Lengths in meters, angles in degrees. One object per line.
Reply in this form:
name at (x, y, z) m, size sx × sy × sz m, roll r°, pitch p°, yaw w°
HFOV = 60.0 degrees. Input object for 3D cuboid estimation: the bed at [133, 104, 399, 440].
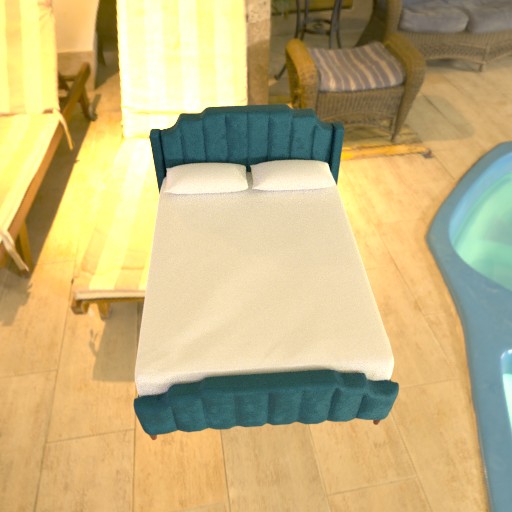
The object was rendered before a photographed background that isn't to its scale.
bed at (0.000, 0.000, 3.411) m, size 1.678 × 1.338 × 2.322 m, roll -3°, pitch 45°, yaw -3°
